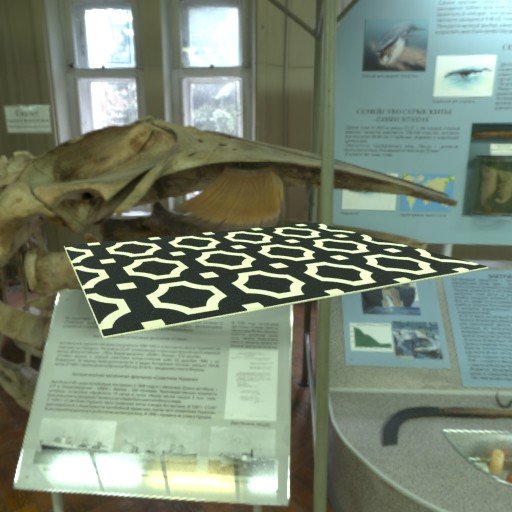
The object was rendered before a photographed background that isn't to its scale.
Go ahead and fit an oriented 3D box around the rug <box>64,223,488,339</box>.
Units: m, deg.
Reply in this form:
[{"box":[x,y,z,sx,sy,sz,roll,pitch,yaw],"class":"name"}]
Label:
[{"box":[0.000,0.000,4.041,3.049,0.021,2.466,-7,15,-26],"class":"rug"}]
